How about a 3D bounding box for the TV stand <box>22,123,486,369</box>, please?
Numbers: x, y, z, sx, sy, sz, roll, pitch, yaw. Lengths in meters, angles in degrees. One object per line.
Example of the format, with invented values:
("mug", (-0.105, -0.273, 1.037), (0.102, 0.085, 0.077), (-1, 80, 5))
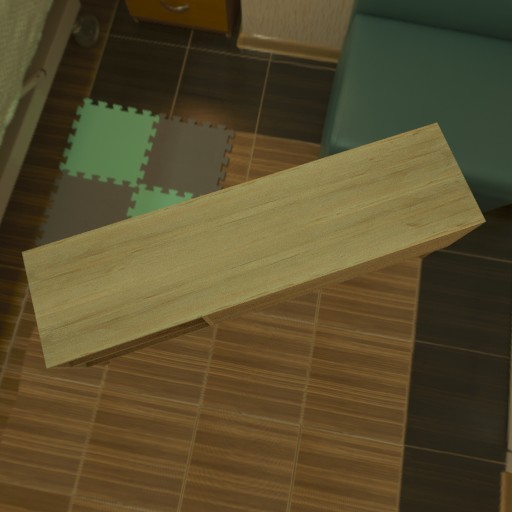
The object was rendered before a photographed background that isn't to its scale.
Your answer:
("TV stand", (0.000, 0.000, 1.843), (1.600, 0.550, 0.420), (-18, 76, -5))
